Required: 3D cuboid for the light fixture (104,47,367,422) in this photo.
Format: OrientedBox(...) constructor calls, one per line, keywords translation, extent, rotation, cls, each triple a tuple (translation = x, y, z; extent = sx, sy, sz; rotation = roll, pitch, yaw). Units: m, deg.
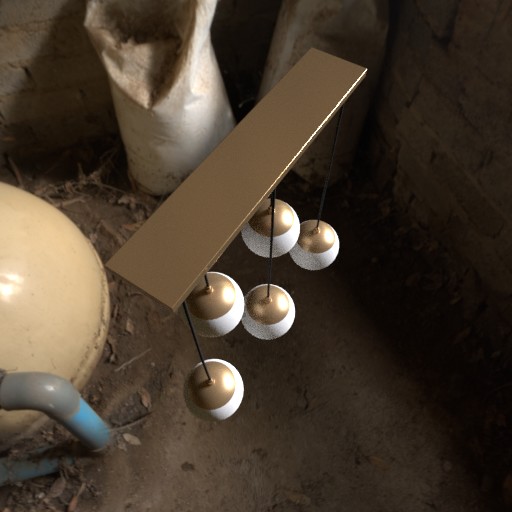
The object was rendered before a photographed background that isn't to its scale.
OrientedBox(translation=(0.000, 0.000, 1.316), extent=(0.299, 0.869, 0.863), rotation=(29, 63, 16), cls="light fixture")
